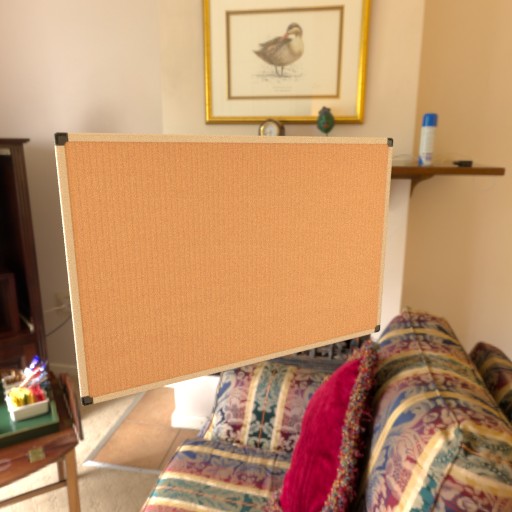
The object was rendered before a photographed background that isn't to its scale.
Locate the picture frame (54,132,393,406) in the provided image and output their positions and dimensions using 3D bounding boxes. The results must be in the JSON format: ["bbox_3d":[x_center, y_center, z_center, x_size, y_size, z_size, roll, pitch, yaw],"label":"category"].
[{"bbox_3d":[0.000,0.000,1.143,0.900,0.600,0.010,-7,15,-28],"label":"picture frame"}]
